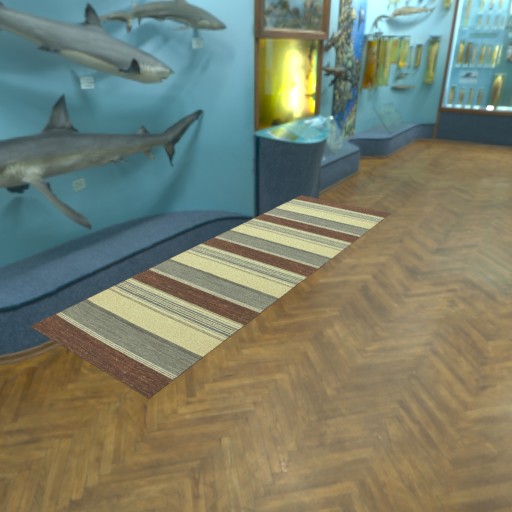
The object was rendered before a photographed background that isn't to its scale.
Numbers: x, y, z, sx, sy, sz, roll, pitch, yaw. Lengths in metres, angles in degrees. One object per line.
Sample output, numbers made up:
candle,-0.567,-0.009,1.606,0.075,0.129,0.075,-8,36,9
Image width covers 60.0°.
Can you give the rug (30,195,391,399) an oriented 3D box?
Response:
rug,0.000,0.000,2.713,0.792,0.006,2.437,17,30,32
